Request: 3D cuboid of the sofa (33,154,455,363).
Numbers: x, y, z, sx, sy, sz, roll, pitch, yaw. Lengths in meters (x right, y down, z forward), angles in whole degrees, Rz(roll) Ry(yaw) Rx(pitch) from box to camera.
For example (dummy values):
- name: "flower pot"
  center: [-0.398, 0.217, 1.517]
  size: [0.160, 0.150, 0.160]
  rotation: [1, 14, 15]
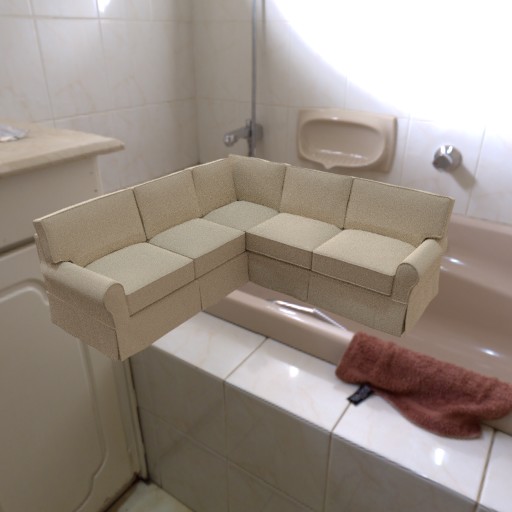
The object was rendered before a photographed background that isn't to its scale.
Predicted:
- name: "sofa"
  center: [0.000, 0.000, 3.876]
  size: [2.597, 1.070, 2.591]
  rotation: [18, 32, 32]
